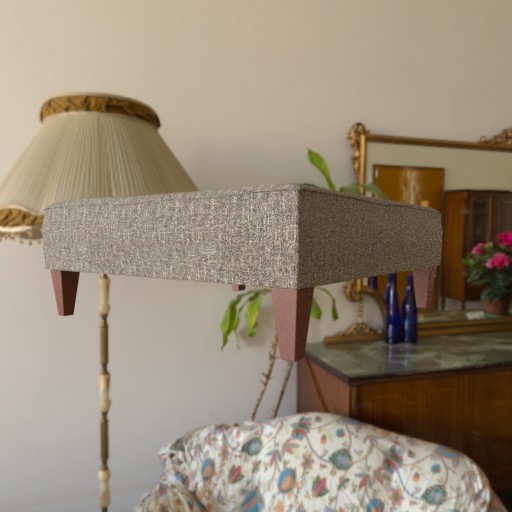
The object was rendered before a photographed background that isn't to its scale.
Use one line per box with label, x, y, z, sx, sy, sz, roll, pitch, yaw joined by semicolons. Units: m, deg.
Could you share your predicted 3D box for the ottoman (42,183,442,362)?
ottoman;0.000;0.000;1.524;0.981;0.379;1.016;2;3;37
